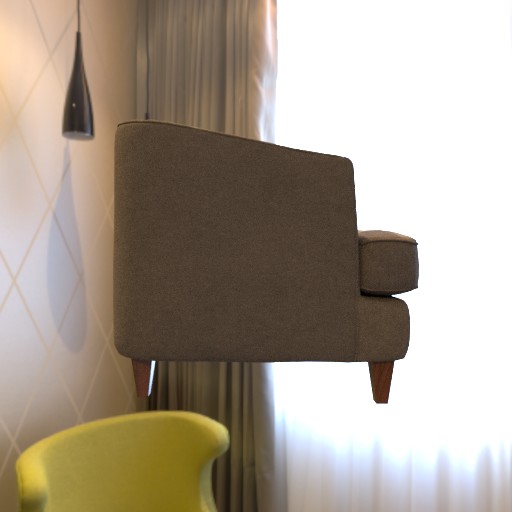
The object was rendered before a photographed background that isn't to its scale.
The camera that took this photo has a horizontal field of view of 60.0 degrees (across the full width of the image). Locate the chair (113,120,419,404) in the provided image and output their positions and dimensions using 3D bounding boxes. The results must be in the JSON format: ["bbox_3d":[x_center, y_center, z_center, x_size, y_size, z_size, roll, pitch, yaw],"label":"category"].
[{"bbox_3d":[0.000,0.000,1.751,0.941,0.852,1.104,0,0,-1],"label":"chair"}]
